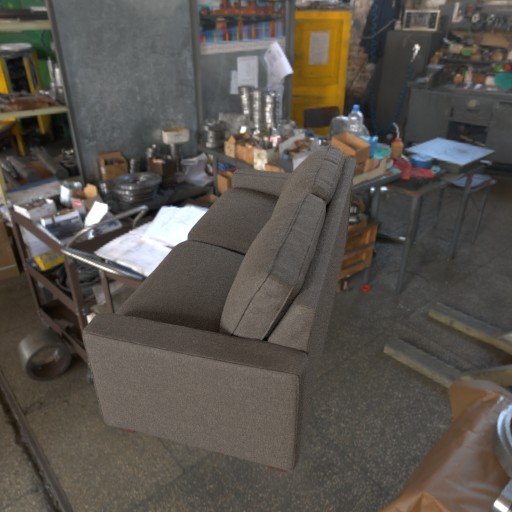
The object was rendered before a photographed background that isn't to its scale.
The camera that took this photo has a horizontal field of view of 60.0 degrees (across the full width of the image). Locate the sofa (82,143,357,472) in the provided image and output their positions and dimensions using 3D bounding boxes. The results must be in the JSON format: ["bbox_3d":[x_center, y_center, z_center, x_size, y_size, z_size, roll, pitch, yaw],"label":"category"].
[{"bbox_3d":[0.000,0.000,2.586,0.940,0.919,2.080,8,31,14],"label":"sofa"}]
